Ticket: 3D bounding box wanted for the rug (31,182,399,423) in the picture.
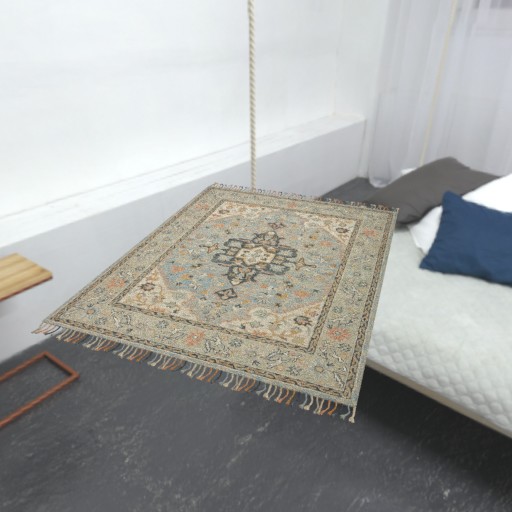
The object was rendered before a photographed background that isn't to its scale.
[{"bbox_3d":[0.000,0.000,4.208,2.379,0.011,3.221,11,32,17],"label":"rug"}]
